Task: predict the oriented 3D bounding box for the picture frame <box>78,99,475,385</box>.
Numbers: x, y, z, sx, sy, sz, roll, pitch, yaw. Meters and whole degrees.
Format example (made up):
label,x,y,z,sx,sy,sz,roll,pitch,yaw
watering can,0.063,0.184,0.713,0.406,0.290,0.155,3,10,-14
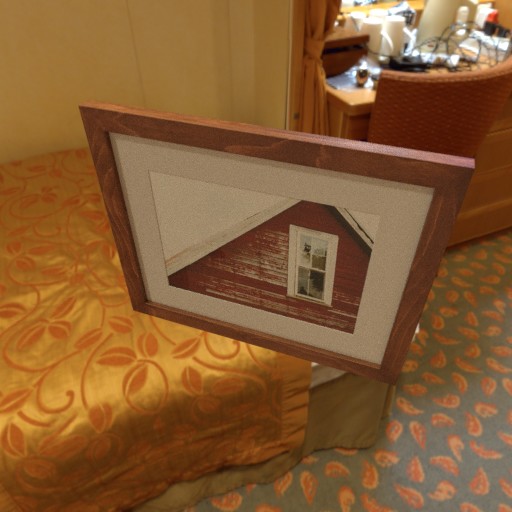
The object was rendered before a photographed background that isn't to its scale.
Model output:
label,x,y,z,sx,sy,sz,roll,pitch,yaw
picture frame,0.000,0.000,0.754,0.559,0.457,0.025,13,43,15
